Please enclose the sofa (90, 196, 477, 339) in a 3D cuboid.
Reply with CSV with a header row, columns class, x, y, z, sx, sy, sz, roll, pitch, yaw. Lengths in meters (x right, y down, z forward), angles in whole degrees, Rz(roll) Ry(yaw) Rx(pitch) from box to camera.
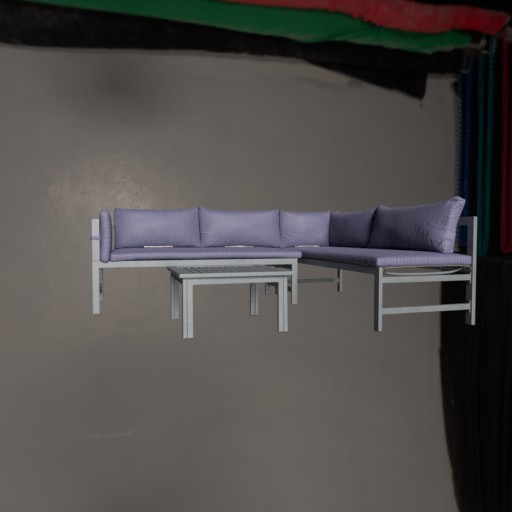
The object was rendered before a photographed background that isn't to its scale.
class,x,y,z,sx,sy,sz,roll,pitch,yaw
sofa,0.000,0.000,3.027,2.149,0.762,1.658,-1,3,-17
